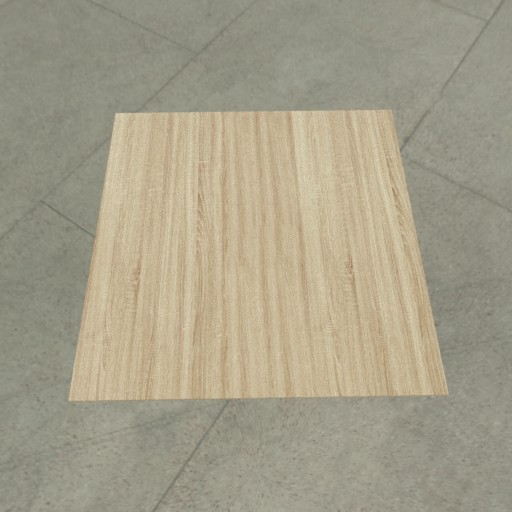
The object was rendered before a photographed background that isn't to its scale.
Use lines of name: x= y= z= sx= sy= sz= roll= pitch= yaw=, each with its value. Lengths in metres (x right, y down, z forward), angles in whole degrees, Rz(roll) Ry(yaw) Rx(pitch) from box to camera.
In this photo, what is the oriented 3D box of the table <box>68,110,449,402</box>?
table: x=0.000 y=0.000 z=1.369 sx=0.890 sy=0.305 sz=0.890 roll=-1 pitch=64 yaw=0
